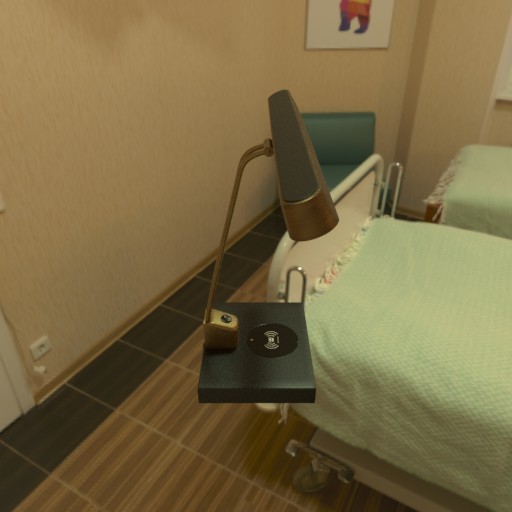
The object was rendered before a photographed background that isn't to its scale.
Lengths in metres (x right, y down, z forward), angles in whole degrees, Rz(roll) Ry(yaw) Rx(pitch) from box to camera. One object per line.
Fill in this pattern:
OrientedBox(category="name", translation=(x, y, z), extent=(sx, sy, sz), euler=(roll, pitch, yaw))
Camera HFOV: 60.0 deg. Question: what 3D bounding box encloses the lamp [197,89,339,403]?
OrientedBox(category="lamp", translation=(0.000, 0.000, 0.577), extent=(0.156, 0.345, 0.412), euler=(0, 31, 0))
